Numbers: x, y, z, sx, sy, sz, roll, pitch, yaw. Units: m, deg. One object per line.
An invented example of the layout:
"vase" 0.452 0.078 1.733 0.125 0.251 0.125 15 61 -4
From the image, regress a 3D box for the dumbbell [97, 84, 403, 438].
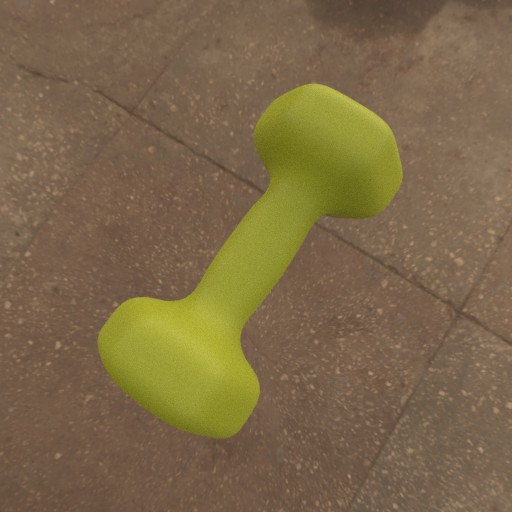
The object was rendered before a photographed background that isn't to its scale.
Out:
"dumbbell" 0.000 0.000 0.213 0.080 0.072 0.164 35 80 7
